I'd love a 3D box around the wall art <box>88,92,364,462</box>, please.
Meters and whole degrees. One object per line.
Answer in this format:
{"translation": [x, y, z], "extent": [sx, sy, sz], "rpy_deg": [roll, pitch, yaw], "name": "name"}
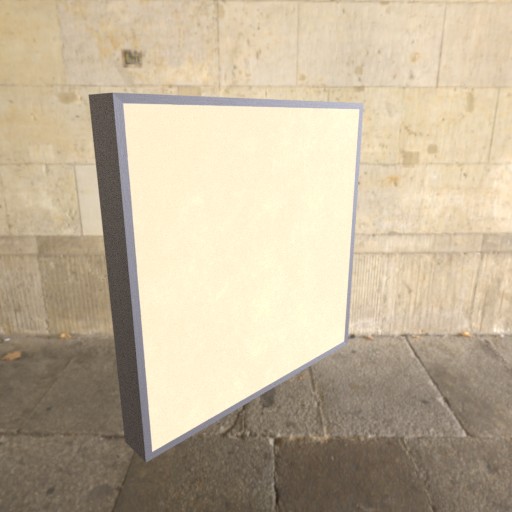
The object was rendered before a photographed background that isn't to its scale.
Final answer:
{"translation": [0.000, 0.000, 0.452], "extent": [0.302, 0.300, 0.036], "rpy_deg": [-16, 23, -42], "name": "wall art"}
